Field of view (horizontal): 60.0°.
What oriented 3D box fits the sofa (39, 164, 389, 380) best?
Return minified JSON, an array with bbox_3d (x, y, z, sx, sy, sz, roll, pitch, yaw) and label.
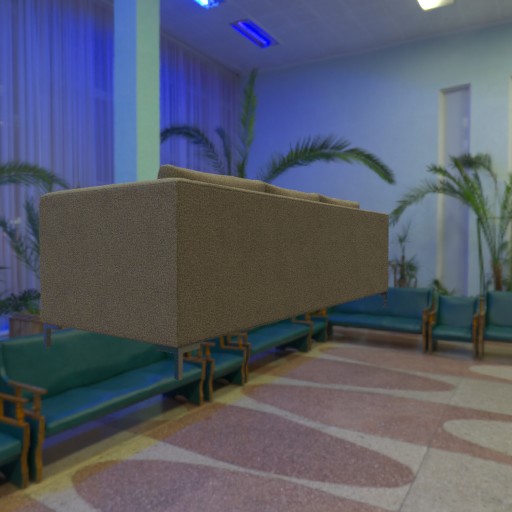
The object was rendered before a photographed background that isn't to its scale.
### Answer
[{"bbox_3d":[0.000,0.000,2.903,0.969,0.867,2.415,1,2,35],"label":"sofa"}]
